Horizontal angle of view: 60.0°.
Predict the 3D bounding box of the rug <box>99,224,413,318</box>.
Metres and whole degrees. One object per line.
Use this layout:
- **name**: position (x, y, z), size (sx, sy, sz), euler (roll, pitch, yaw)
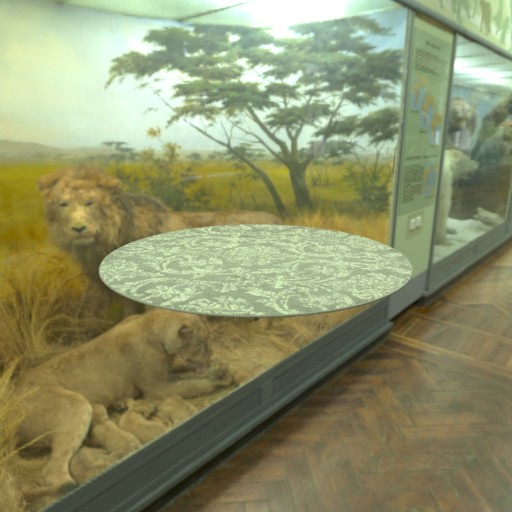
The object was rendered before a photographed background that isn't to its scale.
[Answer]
- **rug**: position (0.000, 0.000, 2.372), size (1.593, 0.012, 1.593), euler (0, 16, 0)
